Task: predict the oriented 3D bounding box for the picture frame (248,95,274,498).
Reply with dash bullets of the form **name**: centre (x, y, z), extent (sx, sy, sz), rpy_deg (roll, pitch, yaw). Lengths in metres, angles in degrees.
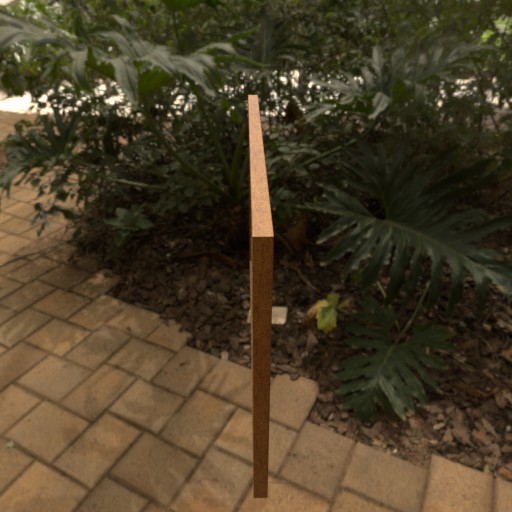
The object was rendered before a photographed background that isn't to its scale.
- **picture frame**: centre (0.000, 0.000, 1.157), extent (0.029, 0.621, 0.922), rpy_deg (-1, 31, -1)
